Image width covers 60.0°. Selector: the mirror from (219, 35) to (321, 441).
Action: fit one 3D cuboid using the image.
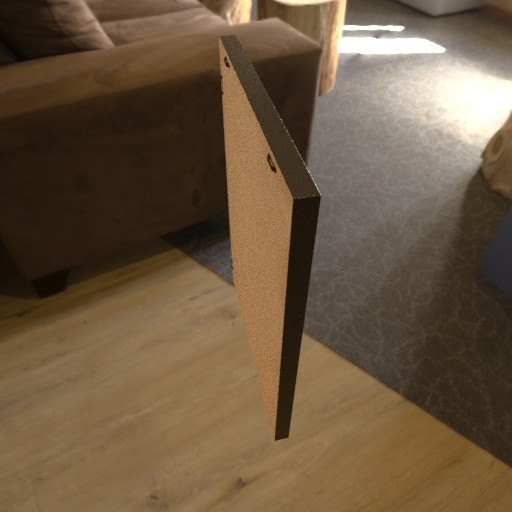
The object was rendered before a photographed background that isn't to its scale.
[{"bbox_3d":[0.000,0.000,0.938,0.039,0.710,0.507,-9,47,-9],"label":"mirror"}]
